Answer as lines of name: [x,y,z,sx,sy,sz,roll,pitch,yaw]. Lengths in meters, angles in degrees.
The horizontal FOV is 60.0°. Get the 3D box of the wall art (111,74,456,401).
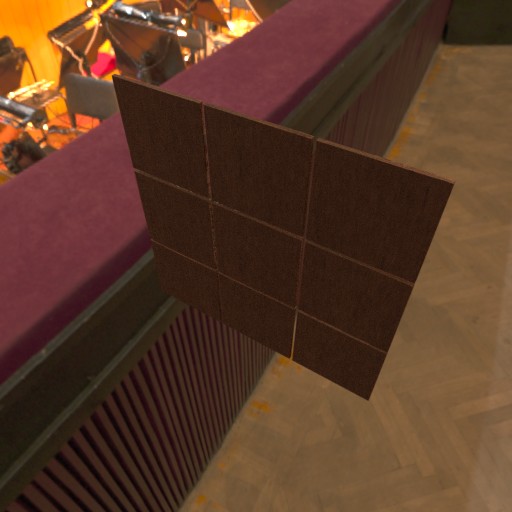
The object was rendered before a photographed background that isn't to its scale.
wall art: [0.000,0.000,1.361,0.915,0.914,0.013,24,51,22]
